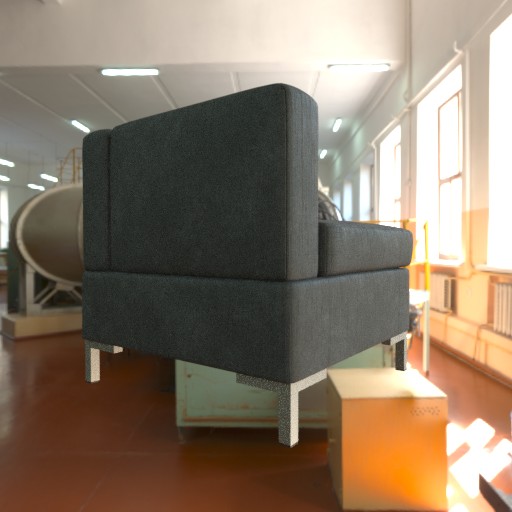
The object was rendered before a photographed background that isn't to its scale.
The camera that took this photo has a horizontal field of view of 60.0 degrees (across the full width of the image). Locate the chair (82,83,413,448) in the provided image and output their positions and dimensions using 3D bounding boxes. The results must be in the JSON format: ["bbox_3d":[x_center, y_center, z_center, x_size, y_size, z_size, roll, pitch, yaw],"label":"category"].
[{"bbox_3d":[0.000,0.000,1.225,0.680,0.660,0.680,1,2,37],"label":"chair"}]
